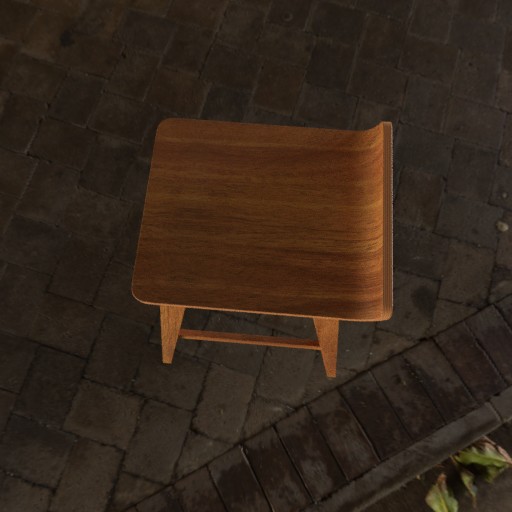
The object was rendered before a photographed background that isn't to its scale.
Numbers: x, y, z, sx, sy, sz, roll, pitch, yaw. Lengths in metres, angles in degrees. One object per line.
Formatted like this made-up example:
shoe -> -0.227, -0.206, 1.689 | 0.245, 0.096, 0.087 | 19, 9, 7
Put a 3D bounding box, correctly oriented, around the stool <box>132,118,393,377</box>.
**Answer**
stool -> 0.000, 0.000, 1.037 | 0.500, 0.650, 0.500 | 5, 74, 1
